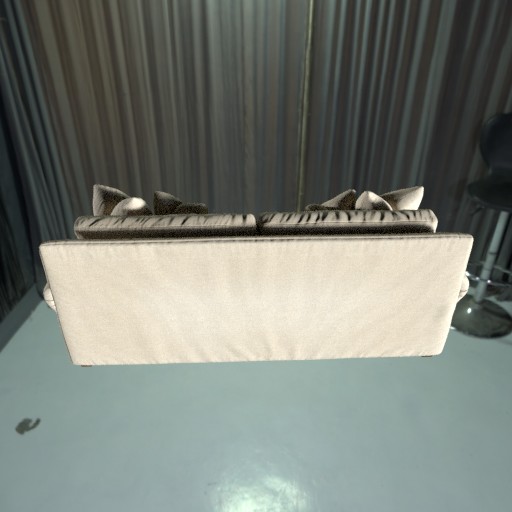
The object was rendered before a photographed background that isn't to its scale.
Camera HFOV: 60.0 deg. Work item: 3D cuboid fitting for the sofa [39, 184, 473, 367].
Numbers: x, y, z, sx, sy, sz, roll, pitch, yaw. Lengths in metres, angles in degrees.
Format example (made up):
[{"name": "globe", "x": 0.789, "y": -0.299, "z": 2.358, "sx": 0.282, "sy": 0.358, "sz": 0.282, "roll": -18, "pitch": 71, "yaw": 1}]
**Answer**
[{"name": "sofa", "x": 0.000, "y": 0.000, "z": 2.810, "sx": 2.285, "sy": 0.904, "sz": 1.067, "roll": -1, "pitch": 30, "yaw": -2}]
